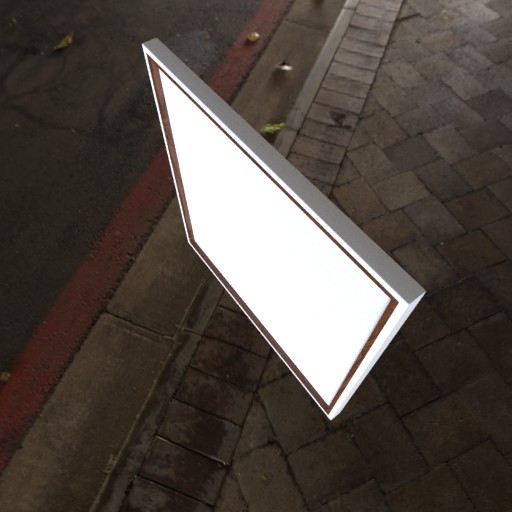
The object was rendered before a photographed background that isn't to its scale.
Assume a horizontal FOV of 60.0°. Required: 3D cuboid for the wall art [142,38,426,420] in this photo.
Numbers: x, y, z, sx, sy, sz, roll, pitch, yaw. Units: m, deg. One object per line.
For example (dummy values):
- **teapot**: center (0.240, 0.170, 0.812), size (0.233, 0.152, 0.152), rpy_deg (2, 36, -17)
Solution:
- **wall art**: center (0.000, 0.000, 1.467), size (0.049, 1.009, 1.009), rpy_deg (-32, 64, -18)
